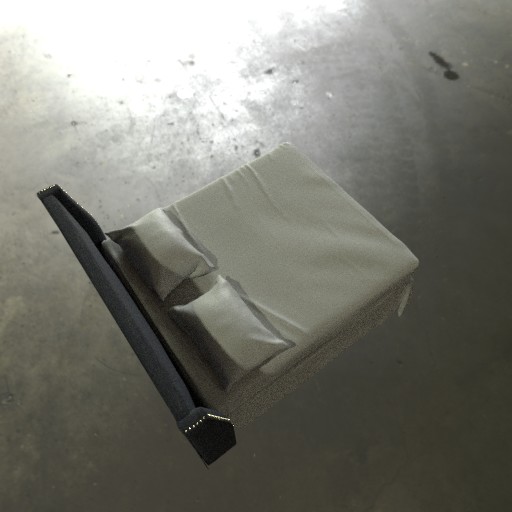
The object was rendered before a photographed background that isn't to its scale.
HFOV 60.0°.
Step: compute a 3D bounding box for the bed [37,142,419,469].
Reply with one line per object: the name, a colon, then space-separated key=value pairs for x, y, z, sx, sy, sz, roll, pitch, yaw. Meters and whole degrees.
bed: x=0.000 y=0.000 z=3.443 sx=2.276 sy=1.332 sz=1.925 roll=-32 pitch=63 yaw=-18
